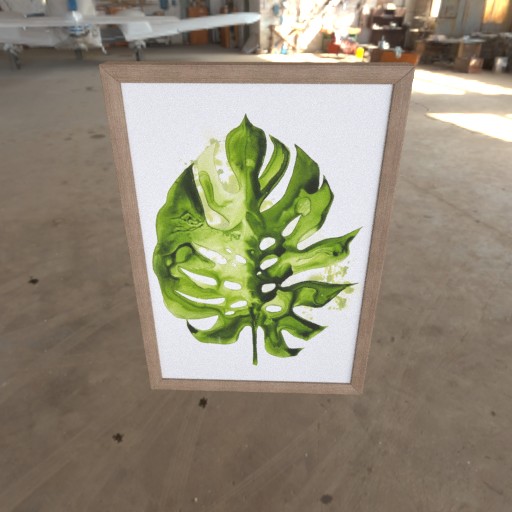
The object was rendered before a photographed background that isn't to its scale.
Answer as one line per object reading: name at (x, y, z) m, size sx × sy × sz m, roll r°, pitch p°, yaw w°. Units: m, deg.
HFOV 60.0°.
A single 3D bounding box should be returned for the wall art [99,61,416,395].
wall art at (0.000, 0.000, 0.634) m, size 0.356 × 0.509 × 0.031 m, roll 1°, pitch 29°, yaw 2°
